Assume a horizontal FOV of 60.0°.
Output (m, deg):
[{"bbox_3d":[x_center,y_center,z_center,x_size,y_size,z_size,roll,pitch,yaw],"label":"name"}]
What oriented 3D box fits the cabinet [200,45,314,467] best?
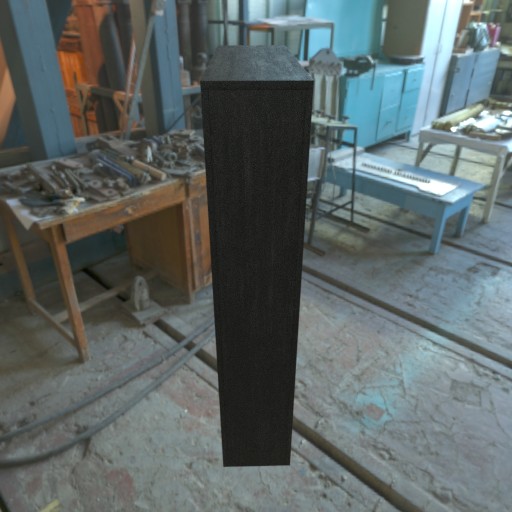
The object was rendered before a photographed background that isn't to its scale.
[{"bbox_3d":[0.000,0.000,1.562,0.250,1.280,0.750,-1,30,-1],"label":"cabinet"}]
